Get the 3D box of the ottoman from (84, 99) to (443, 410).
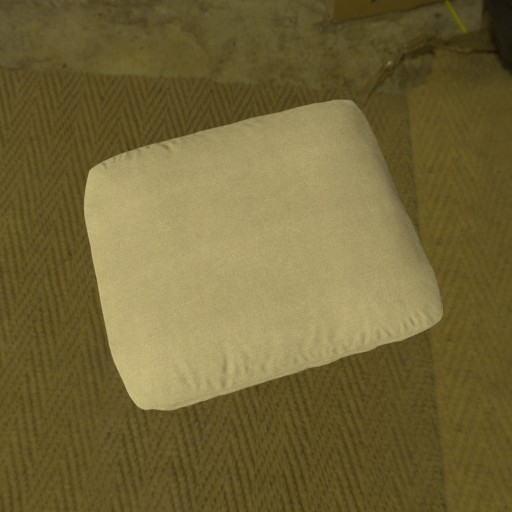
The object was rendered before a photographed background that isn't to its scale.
[{"bbox_3d":[0.000,0.000,1.083,0.712,0.480,0.584,-16,74,-5],"label":"ottoman"}]
